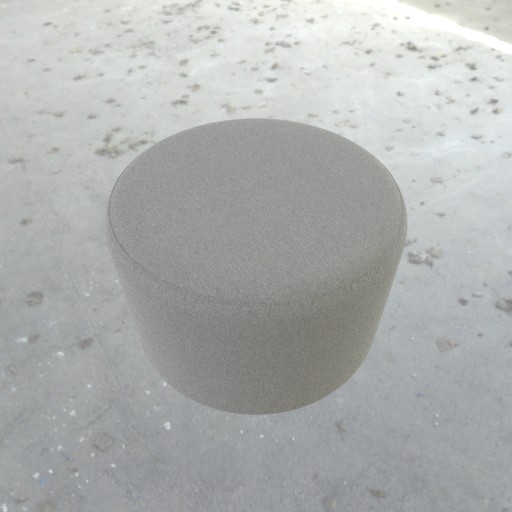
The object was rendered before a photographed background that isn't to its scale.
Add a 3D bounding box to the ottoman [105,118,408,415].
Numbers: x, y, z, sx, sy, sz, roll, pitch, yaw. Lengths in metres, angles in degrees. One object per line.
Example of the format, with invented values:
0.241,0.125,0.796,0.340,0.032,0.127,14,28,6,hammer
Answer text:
0.000,0.000,1.020,0.608,0.433,0.608,0,45,0,ottoman
